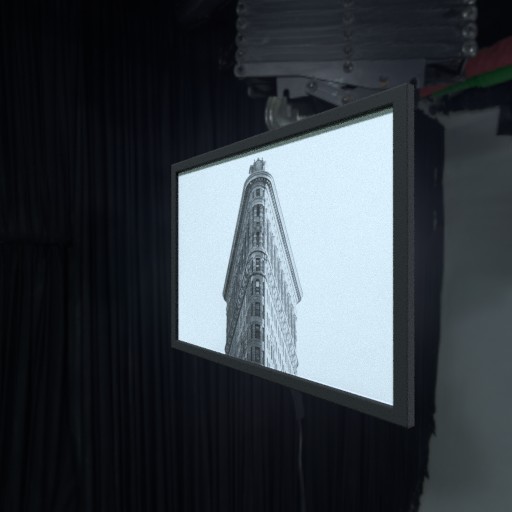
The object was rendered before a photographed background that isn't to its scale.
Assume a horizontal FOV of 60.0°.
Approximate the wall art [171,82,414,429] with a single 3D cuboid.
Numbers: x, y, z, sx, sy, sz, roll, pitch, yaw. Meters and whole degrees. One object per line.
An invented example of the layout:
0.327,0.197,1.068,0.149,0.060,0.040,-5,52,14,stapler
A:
0.000,0.000,1.230,0.049,0.659,0.964,0,0,-37,wall art
